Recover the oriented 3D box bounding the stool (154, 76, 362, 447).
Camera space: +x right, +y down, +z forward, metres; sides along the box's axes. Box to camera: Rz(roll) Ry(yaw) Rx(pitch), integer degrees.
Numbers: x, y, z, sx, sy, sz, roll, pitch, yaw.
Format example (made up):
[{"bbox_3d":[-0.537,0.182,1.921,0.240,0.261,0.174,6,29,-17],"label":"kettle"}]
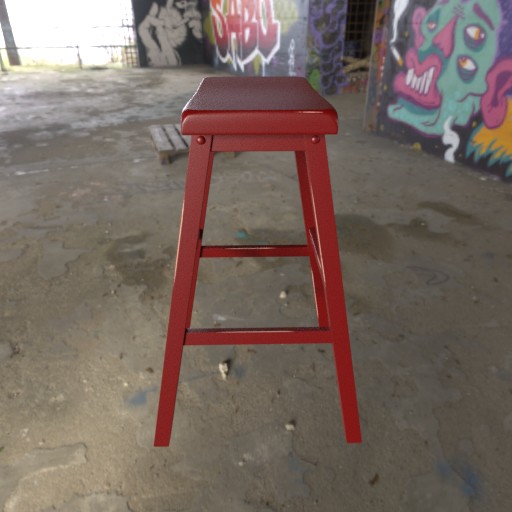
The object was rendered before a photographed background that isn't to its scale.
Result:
[{"bbox_3d":[0.000,0.000,1.039,0.476,0.737,0.457,-1,28,-1],"label":"stool"}]
